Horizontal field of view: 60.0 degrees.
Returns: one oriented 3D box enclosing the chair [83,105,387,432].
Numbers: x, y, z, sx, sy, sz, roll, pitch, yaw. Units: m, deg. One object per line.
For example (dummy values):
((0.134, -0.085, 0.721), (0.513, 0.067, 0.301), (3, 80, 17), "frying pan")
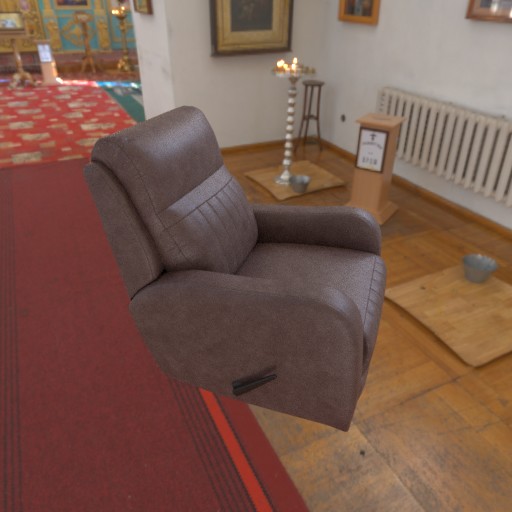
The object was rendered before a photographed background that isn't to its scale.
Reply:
((0.000, 0.000, 1.852), (1.067, 1.067, 0.865), (10, 31, 17), "chair")
